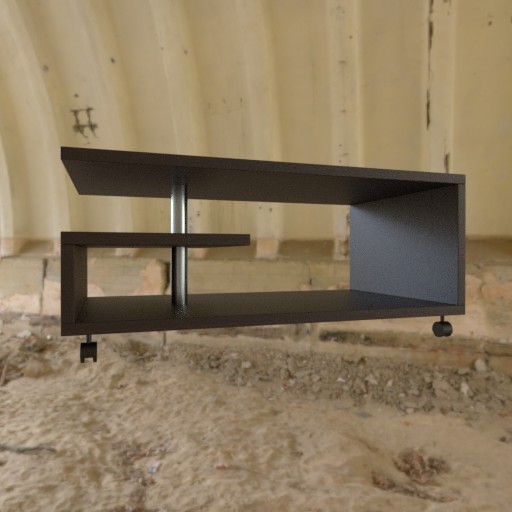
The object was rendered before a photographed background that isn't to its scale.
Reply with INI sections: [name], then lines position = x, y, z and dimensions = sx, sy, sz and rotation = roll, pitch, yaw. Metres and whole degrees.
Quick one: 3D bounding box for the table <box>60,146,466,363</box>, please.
[table]
position = 0.000, 0.000, 1.364
dimensions = 1.050, 0.460, 0.590
rotation = 0, 0, -18
